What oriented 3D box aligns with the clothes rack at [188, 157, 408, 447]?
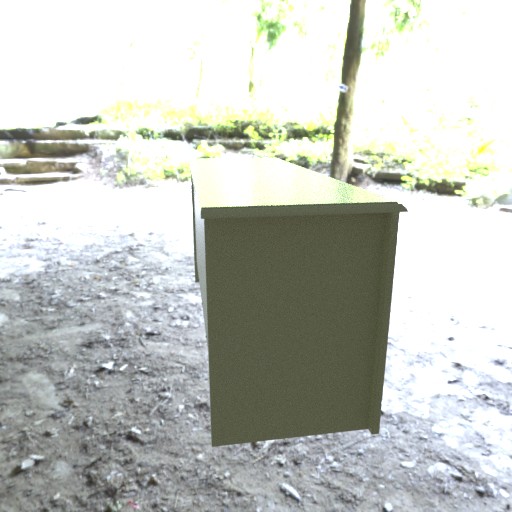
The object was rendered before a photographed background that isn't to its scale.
[{"bbox_3d":[0.000,0.000,1.490,0.405,0.558,1.218,-3,17,-9],"label":"clothes rack"}]
